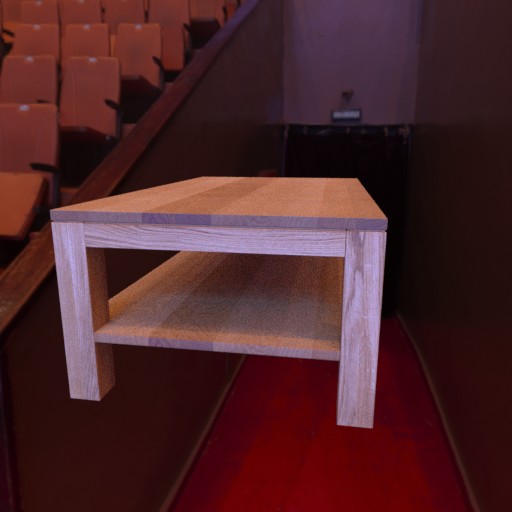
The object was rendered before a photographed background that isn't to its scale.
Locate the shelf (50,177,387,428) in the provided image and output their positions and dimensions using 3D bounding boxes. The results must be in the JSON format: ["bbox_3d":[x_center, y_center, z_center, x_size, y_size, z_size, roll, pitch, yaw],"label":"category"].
[{"bbox_3d":[0.000,0.000,1.496,0.700,0.450,1.150,2,14,9],"label":"shelf"}]
